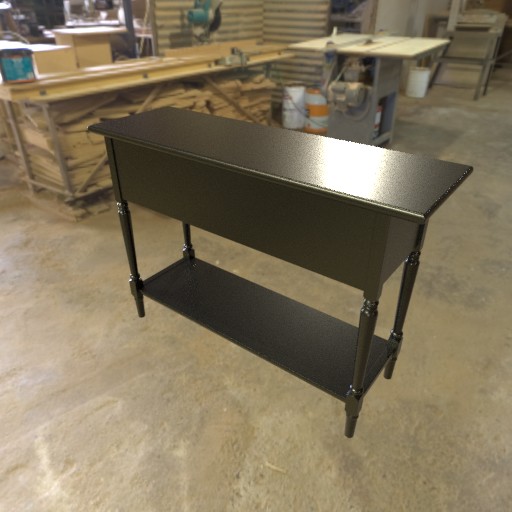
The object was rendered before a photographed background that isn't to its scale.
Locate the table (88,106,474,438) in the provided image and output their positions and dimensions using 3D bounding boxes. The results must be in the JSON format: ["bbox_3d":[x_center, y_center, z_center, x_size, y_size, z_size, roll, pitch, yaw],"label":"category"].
[{"bbox_3d":[0.000,0.000,1.585,1.191,0.819,0.386,21,37,31],"label":"table"}]
